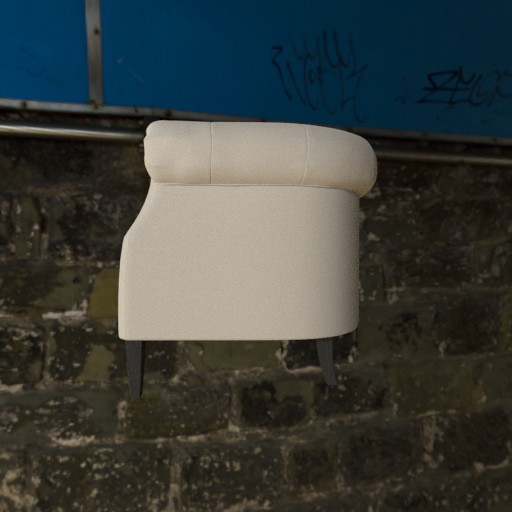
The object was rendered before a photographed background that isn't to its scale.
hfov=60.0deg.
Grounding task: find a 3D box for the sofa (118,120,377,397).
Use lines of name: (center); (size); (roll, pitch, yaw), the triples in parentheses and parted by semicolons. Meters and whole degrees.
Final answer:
sofa: (0.000, 0.000, 2.006); (0.835, 0.827, 1.558); (0, 1, 0)
